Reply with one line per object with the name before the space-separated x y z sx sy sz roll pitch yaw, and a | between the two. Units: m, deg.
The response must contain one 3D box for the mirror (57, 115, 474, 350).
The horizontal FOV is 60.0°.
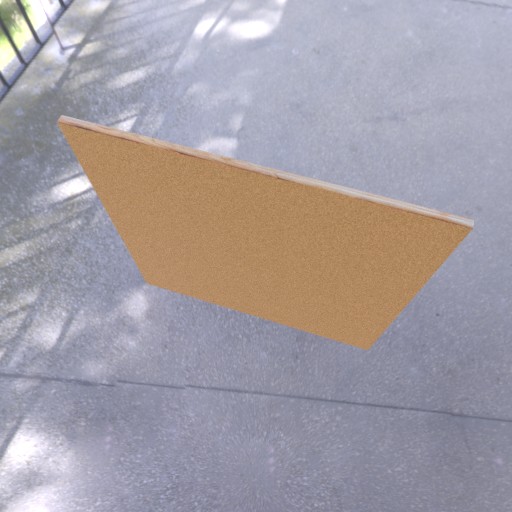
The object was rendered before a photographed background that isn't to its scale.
mirror | 0.000 0.000 1.190 0.804 0.804 0.061 16 64 8
